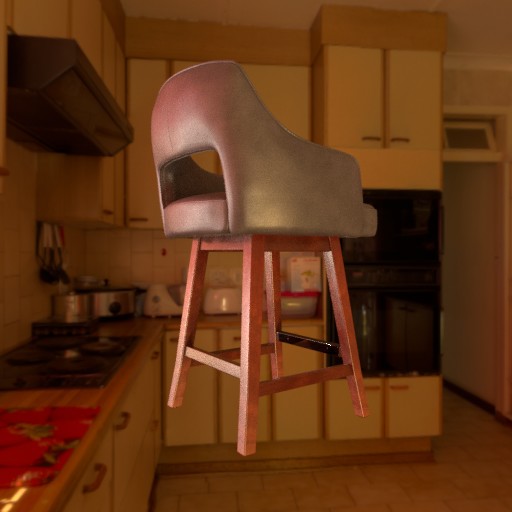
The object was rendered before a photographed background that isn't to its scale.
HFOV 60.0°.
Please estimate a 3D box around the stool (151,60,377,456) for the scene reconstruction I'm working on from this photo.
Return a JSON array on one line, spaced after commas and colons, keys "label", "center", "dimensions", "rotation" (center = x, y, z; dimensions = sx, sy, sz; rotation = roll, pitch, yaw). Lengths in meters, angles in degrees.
[{"label": "stool", "center": [0.000, 0.000, 1.307], "dimensions": [0.560, 0.936, 0.550], "rotation": [0, 1, -36]}]
